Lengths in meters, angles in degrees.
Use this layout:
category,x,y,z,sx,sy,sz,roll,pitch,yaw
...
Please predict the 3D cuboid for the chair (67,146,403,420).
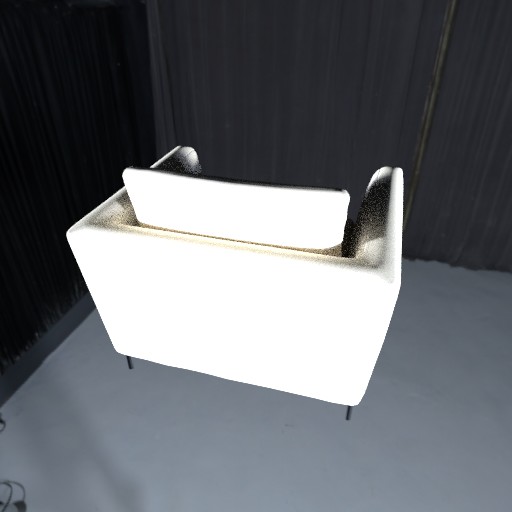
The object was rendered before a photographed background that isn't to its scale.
category,x,y,z,sx,sy,sz,roll,pitch,yaw
chair,0.000,0.000,1.759,1.041,0.865,0.889,9,34,14
